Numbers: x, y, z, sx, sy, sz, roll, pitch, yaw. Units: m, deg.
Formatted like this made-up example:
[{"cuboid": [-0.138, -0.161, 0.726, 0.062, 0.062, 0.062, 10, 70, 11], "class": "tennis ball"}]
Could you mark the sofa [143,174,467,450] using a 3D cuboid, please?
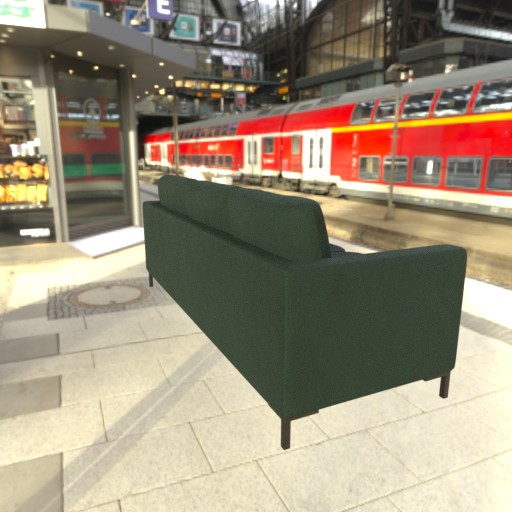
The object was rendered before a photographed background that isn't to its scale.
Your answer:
[{"cuboid": [0.000, 0.000, 2.597, 0.859, 0.870, 2.218, -6, 15, -25], "class": "sofa"}]
